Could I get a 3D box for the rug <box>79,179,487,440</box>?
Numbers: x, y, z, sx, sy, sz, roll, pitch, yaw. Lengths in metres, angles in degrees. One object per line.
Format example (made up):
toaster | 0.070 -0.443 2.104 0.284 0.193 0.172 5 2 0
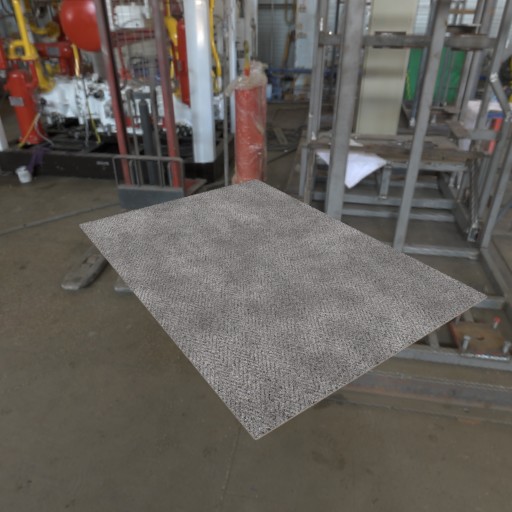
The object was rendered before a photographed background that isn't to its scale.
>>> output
rug | 0.000 0.000 2.868 1.600 0.008 2.235 -20 36 -30
